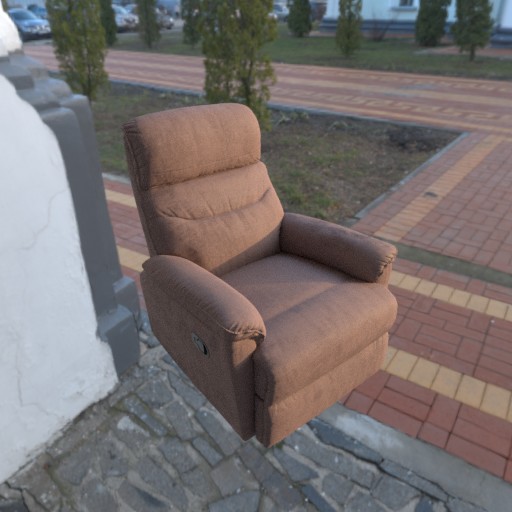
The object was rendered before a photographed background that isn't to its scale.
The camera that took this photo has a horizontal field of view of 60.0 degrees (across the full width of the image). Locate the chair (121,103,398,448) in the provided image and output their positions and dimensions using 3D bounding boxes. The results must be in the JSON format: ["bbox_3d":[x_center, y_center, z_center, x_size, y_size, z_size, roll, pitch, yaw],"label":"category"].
[{"bbox_3d":[0.000,0.000,1.786,0.820,1.037,1.004,-22,36,-33],"label":"chair"}]
